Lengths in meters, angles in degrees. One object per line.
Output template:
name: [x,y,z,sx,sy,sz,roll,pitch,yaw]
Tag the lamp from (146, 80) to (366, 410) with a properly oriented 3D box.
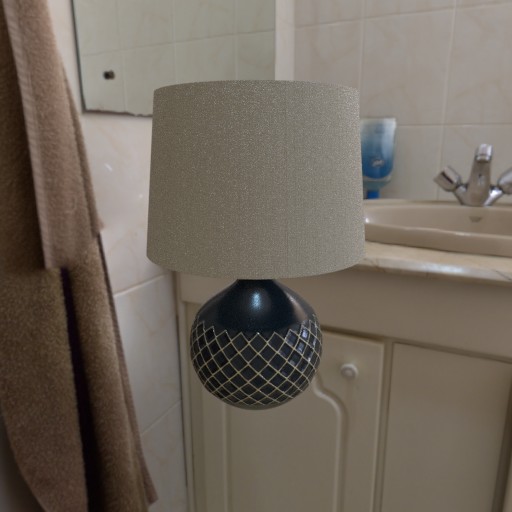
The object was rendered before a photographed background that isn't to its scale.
lamp: [0.000,0.000,0.784,0.376,0.540,0.376,0,14,0]
